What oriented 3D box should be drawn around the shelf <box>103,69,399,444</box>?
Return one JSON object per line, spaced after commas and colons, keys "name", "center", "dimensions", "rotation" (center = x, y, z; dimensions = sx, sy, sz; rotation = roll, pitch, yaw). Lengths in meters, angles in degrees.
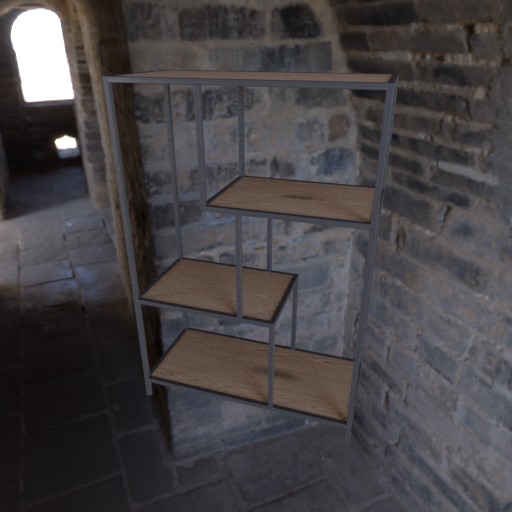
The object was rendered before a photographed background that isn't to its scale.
{"name": "shelf", "center": [0.000, 0.000, 1.503], "dimensions": [0.770, 1.138, 0.350], "rotation": [8, 27, 16]}
